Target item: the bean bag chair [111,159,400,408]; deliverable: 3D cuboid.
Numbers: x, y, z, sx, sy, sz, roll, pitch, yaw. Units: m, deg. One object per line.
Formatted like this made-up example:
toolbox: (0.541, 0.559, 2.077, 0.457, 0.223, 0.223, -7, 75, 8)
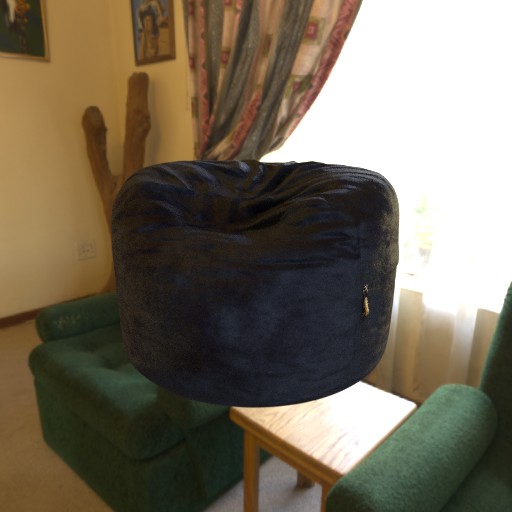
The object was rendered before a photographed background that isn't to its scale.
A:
bean bag chair: (0.000, 0.000, 1.497, 0.918, 0.616, 0.918, 0, 16, 0)
